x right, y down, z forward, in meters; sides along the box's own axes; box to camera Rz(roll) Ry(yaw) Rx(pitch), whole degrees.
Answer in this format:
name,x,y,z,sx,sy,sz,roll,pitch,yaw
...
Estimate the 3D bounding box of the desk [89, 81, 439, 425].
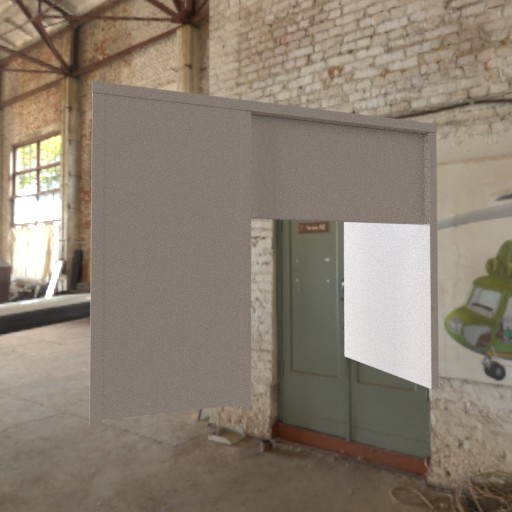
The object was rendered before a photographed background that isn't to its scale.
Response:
name,x,y,z,sx,sy,sz,roll,pitch,yaw
desk,0.000,0.000,1.306,0.898,0.730,0.482,0,-1,-19
